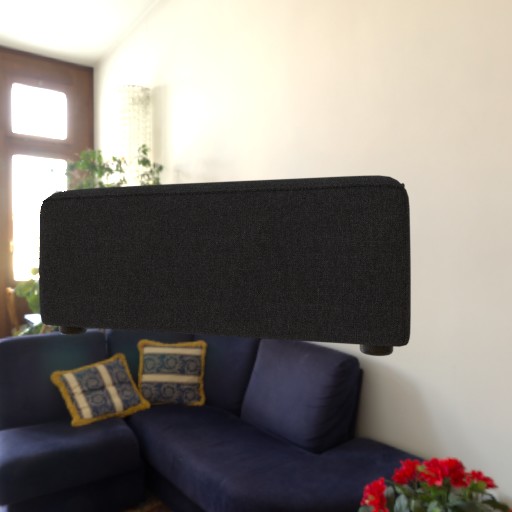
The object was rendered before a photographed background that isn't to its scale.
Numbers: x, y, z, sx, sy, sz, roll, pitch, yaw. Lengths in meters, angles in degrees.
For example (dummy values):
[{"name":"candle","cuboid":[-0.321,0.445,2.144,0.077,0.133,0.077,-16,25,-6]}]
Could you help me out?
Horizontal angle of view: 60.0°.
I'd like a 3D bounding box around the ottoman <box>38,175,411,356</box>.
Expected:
[{"name":"ottoman","cuboid":[0.000,0.000,1.556,1.000,0.439,1.000,0,1,17]}]
